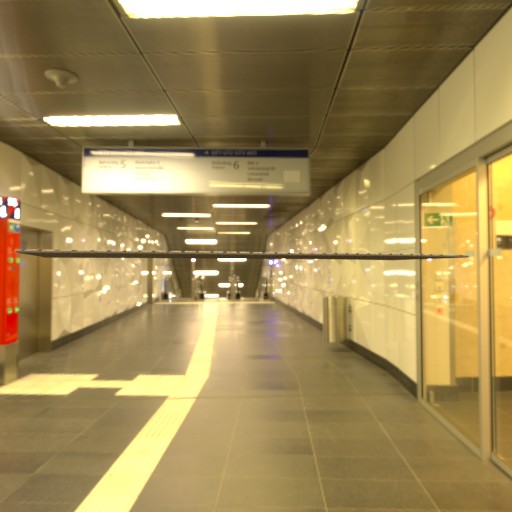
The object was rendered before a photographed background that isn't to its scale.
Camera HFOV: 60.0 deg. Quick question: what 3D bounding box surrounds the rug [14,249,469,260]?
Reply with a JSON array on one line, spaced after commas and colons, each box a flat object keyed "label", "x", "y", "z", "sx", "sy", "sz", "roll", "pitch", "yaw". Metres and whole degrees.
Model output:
[{"label": "rug", "x": 0.000, "y": 0.000, "z": 2.653, "sx": 2.439, "sy": 0.020, "sz": 0.773, "roll": 1, "pitch": -2, "yaw": -17}]
